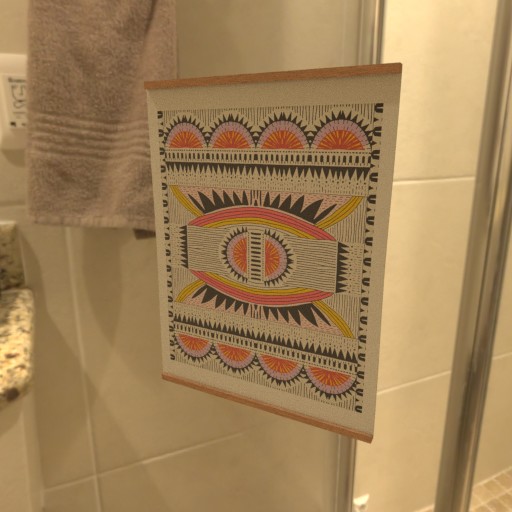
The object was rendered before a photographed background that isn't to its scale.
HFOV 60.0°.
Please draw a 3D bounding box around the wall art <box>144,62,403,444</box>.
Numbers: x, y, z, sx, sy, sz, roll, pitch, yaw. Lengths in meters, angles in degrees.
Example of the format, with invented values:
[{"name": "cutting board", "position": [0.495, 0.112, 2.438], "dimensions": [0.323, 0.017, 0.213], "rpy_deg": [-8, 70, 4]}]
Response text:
[{"name": "wall art", "position": [0.000, 0.000, 1.326], "dimensions": [0.765, 1.016, 0.028], "rpy_deg": [8, 17, 27]}]
